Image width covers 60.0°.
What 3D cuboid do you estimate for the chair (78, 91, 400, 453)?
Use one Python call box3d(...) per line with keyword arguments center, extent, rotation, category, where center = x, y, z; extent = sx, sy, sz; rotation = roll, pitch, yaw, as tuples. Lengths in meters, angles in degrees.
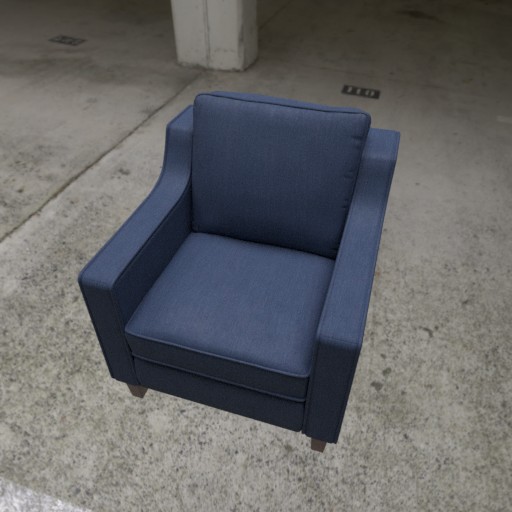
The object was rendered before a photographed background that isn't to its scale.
box3d(center=(0.000, 0.000, 1.617), extent=(0.831, 0.960, 0.909), rotation=(12, 42, 13), category="chair")
